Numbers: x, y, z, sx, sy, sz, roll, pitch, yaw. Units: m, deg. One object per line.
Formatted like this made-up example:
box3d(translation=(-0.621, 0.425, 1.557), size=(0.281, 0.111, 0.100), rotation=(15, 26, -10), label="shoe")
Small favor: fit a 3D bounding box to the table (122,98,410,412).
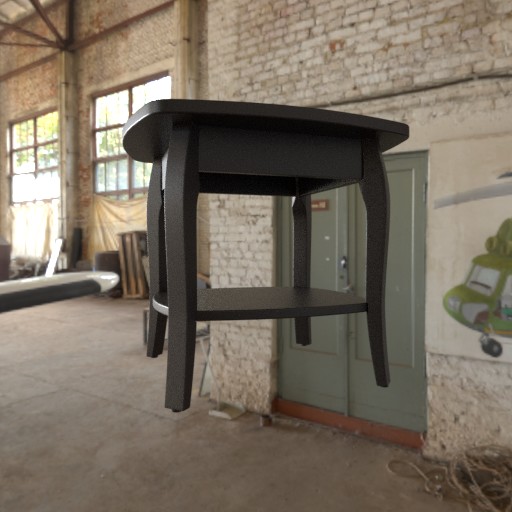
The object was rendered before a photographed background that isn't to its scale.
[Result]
box3d(translation=(0.000, 0.000, 0.883), size=(0.508, 0.457, 0.457), rotation=(0, 2, -19), label="table")
